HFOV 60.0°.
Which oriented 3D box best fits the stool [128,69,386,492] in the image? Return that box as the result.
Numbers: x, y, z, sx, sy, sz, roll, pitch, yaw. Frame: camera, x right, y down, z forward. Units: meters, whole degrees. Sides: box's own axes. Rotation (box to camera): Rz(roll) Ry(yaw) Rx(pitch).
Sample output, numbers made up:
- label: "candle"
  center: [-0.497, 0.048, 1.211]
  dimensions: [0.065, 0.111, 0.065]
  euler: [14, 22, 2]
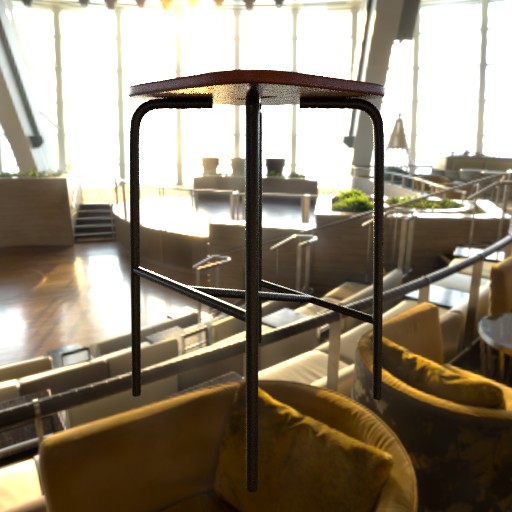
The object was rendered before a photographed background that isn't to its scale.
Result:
- label: "stool"
  center: [0.000, 0.000, 0.853]
  dimensions: [0.376, 0.610, 0.376]
  euler: [-14, 20, -42]
